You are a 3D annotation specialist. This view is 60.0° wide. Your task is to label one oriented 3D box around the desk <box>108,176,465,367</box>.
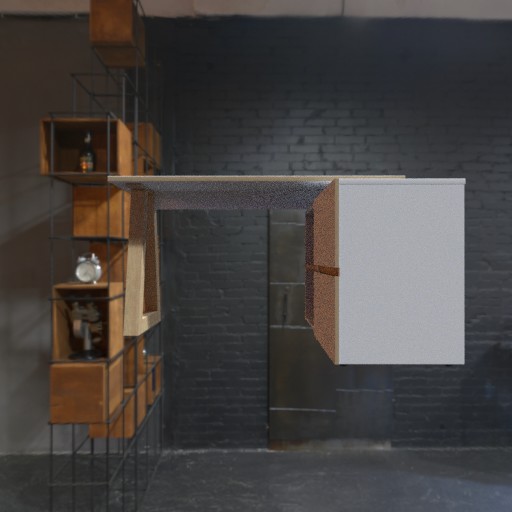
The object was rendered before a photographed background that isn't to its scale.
[{"bbox_3d":[0.000,0.000,2.027,1.404,0.755,1.098,0,0,0],"label":"desk"}]
